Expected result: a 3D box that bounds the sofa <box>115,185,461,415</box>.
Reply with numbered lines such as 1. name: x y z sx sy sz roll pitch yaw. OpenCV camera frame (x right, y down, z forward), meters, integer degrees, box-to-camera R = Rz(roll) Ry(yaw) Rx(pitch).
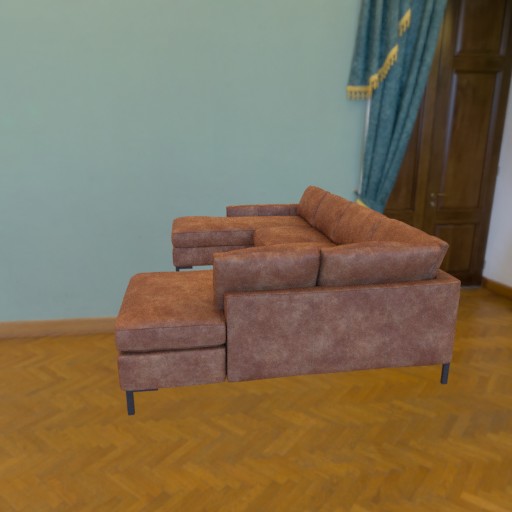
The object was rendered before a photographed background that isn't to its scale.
1. sofa: 0.000 0.000 3.792 1.939 0.900 2.956 -2 16 -9
